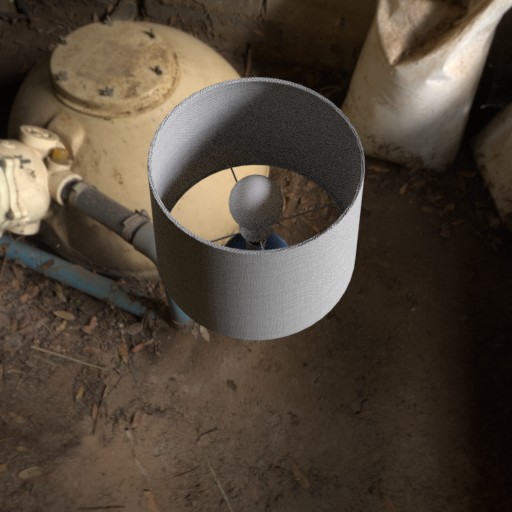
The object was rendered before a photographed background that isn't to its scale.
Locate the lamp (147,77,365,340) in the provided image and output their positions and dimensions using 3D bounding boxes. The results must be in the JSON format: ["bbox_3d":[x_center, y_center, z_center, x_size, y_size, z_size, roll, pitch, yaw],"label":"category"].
[{"bbox_3d":[0.000,0.000,0.601,0.253,0.428,0.253,0,65,0],"label":"lamp"}]
